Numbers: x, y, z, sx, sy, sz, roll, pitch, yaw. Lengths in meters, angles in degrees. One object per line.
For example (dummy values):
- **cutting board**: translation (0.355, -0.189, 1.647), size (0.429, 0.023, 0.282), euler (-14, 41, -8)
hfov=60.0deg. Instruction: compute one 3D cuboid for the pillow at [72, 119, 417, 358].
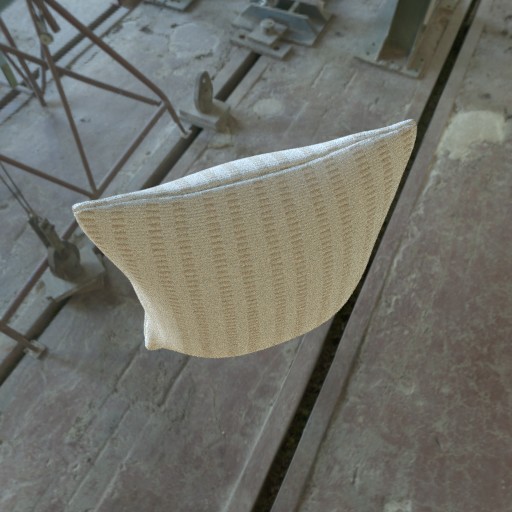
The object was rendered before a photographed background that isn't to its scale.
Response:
- **pillow**: translation (0.000, 0.000, 0.698), size (0.438, 0.419, 0.247), euler (-17, 60, -10)
